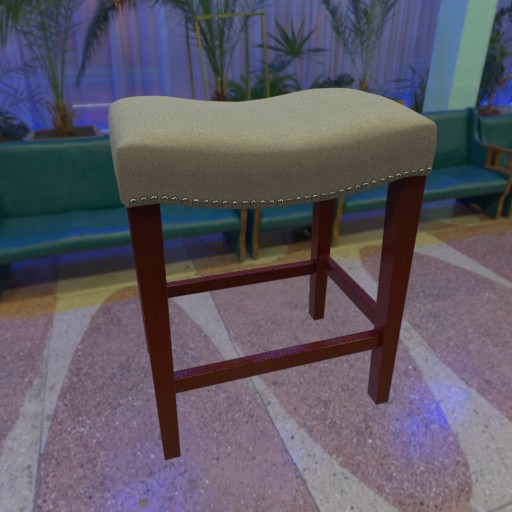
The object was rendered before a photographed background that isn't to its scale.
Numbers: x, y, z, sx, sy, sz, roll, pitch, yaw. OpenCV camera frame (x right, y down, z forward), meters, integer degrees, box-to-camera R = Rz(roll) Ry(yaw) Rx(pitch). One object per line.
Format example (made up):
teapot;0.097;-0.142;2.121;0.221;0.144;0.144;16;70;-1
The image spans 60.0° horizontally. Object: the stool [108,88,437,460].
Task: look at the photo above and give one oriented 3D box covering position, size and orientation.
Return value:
stool;0.000;0.000;0.924;0.509;0.632;0.375;-8;29;-16
